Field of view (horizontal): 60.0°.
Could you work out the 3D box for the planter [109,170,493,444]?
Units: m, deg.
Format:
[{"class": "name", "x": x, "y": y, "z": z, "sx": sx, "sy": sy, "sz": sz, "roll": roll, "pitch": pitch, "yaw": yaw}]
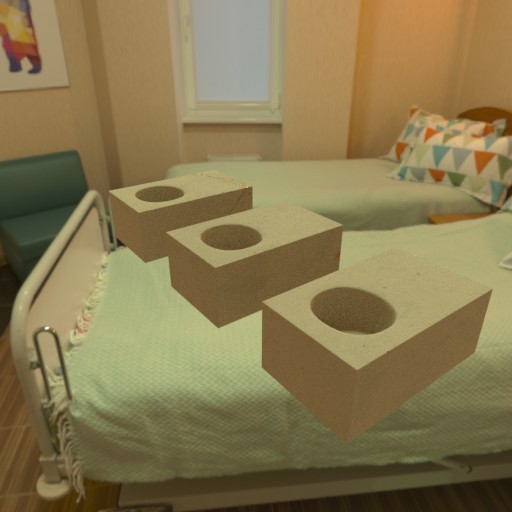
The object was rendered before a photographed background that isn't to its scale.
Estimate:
[{"class": "planter", "x": 0.000, "y": 0.000, "z": 0.378, "sx": 0.127, "sy": 0.051, "sz": 0.333, "roll": -19, "pitch": 32, "yaw": -32}]
